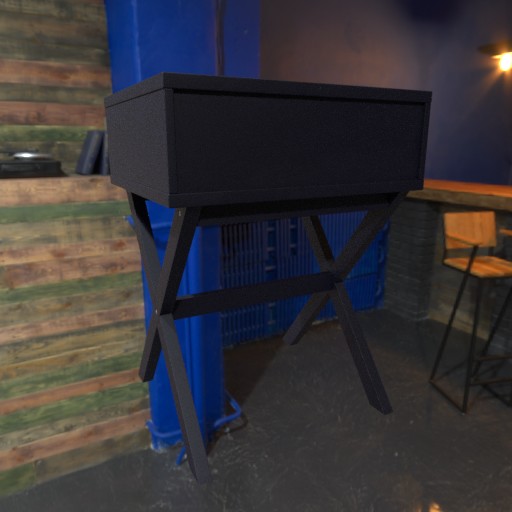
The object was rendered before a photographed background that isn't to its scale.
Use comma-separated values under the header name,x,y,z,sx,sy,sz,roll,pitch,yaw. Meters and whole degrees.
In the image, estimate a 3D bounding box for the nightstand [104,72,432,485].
name,x,y,z,sx,sy,sz,roll,pitch,yaw
nightstand,0.000,0.000,0.907,0.479,0.623,0.402,-8,17,-27
